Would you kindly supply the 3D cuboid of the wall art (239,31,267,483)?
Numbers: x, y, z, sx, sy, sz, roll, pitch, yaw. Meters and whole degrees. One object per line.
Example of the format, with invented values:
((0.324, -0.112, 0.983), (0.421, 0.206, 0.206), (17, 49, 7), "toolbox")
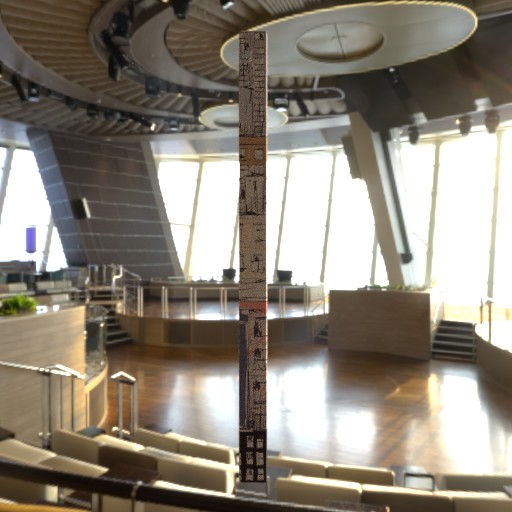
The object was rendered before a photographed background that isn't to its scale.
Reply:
((0.000, 0.000, 0.896), (0.038, 0.608, 0.607), (0, 0, 1), "wall art")
